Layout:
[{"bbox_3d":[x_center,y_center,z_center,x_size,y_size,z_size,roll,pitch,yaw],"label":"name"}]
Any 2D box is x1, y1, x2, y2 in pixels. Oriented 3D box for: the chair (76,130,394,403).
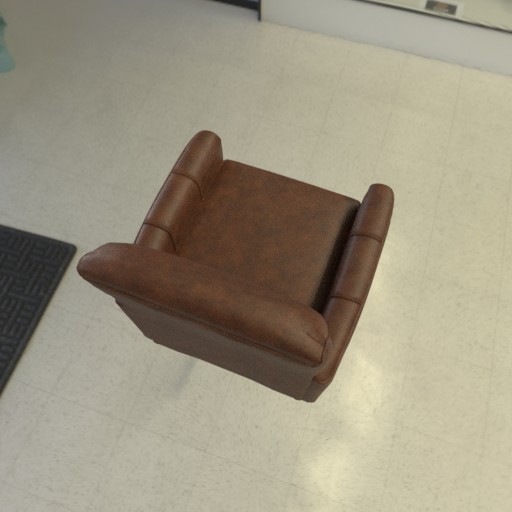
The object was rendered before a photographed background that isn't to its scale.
[{"bbox_3d":[0.000,0.000,1.633,0.839,1.010,0.850,19,65,10],"label":"chair"}]
